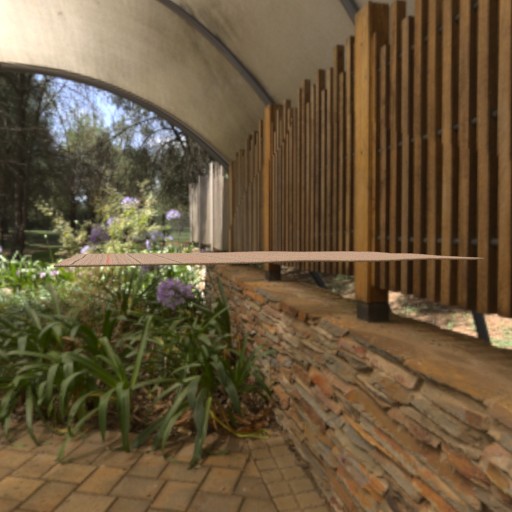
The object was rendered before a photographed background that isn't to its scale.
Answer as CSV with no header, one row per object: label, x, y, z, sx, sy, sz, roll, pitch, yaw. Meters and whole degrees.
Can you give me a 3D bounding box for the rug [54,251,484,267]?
rug,0.000,0.000,2.349,1.829,0.013,1.220,-1,2,-18
